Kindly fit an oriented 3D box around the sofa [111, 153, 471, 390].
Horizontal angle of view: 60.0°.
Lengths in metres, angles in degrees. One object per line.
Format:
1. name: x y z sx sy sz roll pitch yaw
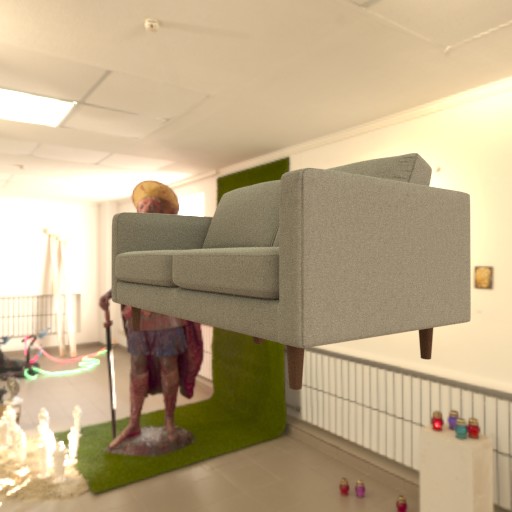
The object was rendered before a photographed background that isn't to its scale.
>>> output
1. sofa: 0.000 0.000 2.284 1.000 0.900 1.731 0 0 -36
